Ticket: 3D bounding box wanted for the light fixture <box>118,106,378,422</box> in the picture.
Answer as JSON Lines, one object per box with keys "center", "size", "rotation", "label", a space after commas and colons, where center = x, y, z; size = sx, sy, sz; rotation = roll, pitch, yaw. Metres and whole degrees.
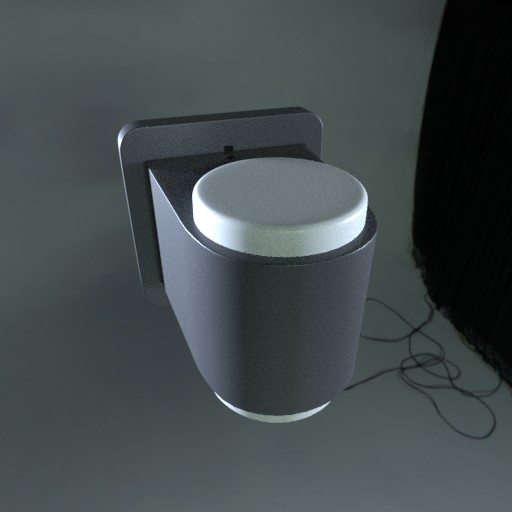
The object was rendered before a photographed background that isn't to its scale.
{"center": [0.000, 0.000, 0.216], "size": [0.109, 0.109, 0.132], "rotation": [-10, 34, -16], "label": "light fixture"}
